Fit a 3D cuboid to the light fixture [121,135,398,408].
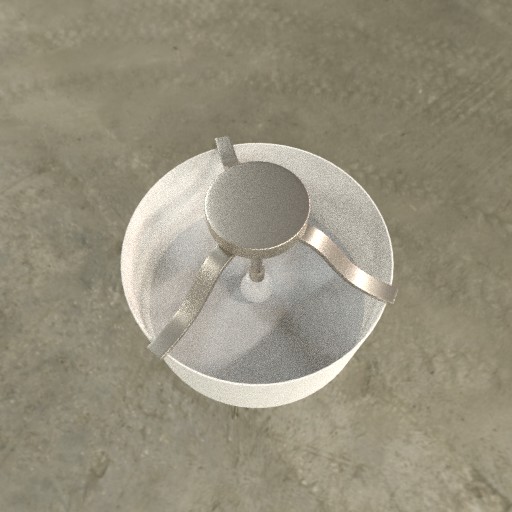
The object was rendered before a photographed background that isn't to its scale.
[{"bbox_3d":[0.000,0.000,0.662,0.395,0.304,0.395,0,63,0],"label":"light fixture"}]
